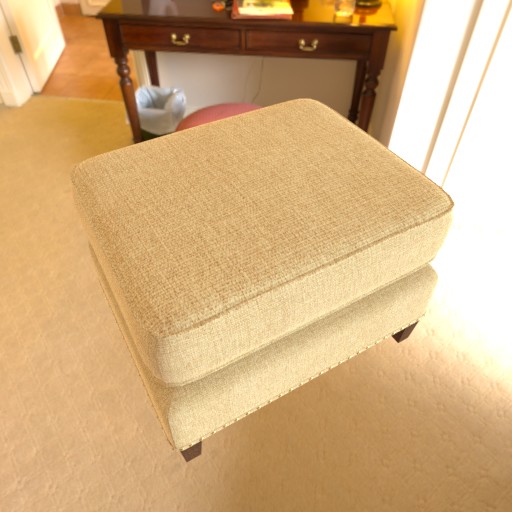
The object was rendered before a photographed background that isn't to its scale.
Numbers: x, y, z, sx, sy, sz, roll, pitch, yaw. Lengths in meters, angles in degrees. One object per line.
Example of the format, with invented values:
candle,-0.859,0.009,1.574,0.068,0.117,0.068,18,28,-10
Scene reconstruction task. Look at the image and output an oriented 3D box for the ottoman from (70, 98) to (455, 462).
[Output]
ottoman,0.000,0.000,1.125,0.738,0.537,0.589,-23,50,-20
